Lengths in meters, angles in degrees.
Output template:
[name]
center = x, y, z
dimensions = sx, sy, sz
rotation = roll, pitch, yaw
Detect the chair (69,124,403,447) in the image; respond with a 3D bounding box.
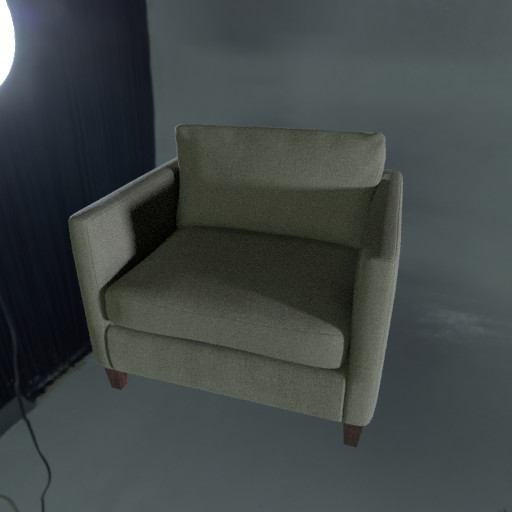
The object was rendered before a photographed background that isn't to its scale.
[chair]
center = 0.000, 0.000, 1.844
dimensions = 1.107, 0.963, 0.959
rotation = 8, 28, 15
